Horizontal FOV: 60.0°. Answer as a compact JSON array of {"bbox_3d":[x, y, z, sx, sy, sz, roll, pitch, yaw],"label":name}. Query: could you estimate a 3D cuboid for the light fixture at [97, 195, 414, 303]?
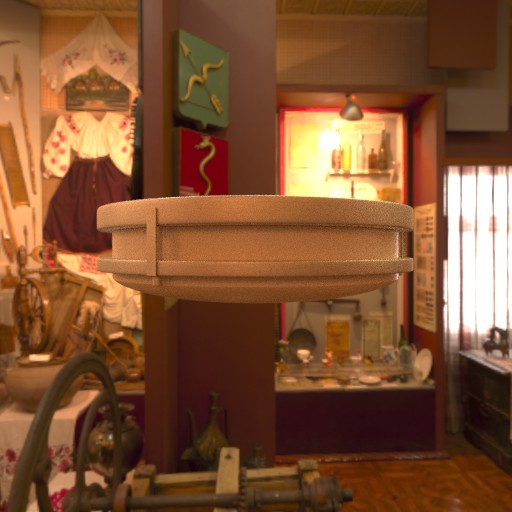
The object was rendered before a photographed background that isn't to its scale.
[{"bbox_3d":[0.000,0.000,0.527,0.356,0.102,0.356,0,1,0],"label":"light fixture"}]
